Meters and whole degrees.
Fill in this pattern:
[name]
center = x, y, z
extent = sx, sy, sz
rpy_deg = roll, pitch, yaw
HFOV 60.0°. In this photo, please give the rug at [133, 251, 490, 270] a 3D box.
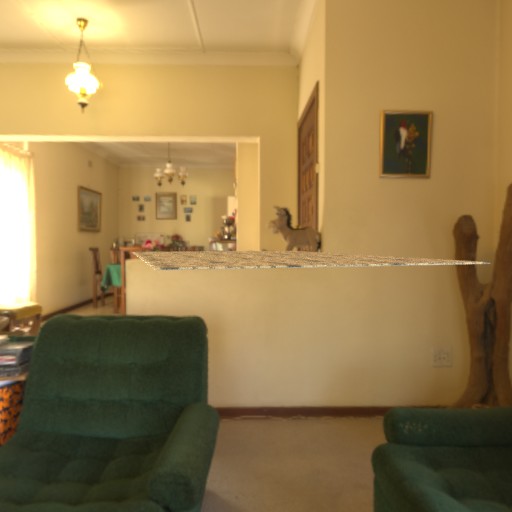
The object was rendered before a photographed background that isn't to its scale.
[rug]
center = 0.000, 0.000, 2.029
extent = 1.035, 0.006, 1.652
rpy_deg = -1, 2, -17
